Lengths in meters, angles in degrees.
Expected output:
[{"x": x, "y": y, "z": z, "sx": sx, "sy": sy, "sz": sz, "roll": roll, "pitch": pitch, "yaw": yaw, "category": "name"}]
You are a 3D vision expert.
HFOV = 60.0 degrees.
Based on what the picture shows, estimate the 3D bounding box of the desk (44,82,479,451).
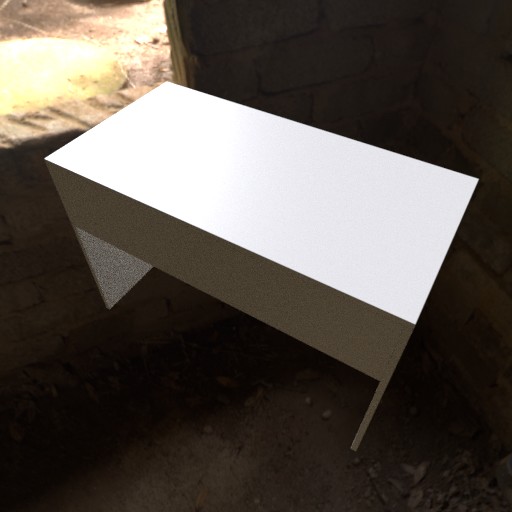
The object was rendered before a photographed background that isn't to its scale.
[{"x": 0.000, "y": 0.000, "z": 1.523, "sx": 1.100, "sy": 0.730, "sz": 0.560, "roll": 24, "pitch": 52, "yaw": 21, "category": "desk"}]
